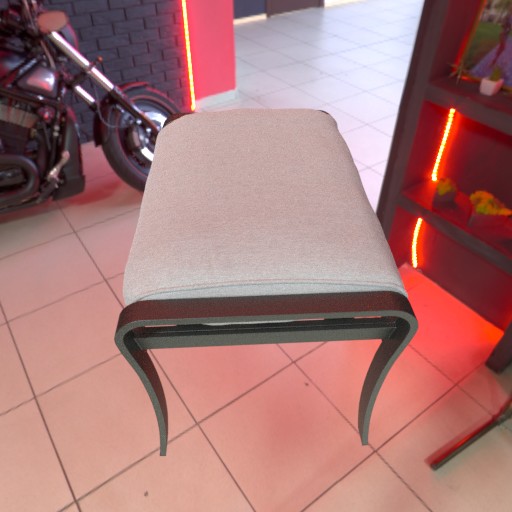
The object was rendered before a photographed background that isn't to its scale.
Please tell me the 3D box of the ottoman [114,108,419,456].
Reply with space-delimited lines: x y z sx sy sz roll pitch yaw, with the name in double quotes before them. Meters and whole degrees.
"ottoman" 0.000 0.000 0.904 0.406 0.422 0.610 -2 42 -2
